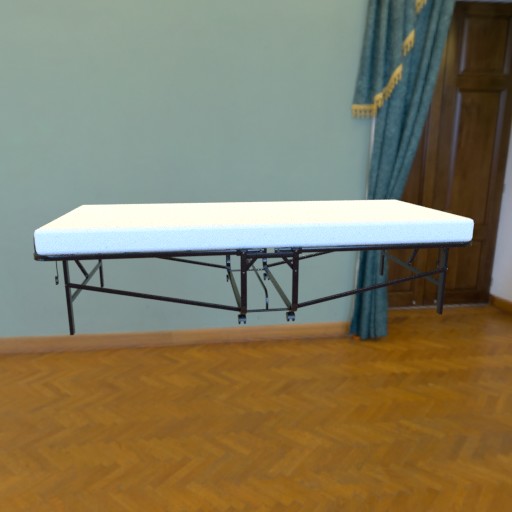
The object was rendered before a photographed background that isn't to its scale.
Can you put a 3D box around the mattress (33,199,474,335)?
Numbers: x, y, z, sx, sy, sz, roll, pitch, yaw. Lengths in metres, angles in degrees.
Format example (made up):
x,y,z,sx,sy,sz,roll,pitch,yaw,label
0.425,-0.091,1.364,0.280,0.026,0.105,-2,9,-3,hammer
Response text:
x,y,z,sx,sy,sz,roll,pitch,yaw,label
0.000,0.000,2.546,2.153,0.519,0.922,-2,14,-8,mattress
